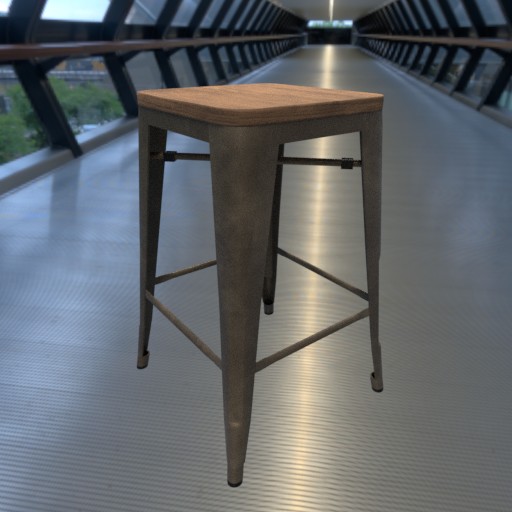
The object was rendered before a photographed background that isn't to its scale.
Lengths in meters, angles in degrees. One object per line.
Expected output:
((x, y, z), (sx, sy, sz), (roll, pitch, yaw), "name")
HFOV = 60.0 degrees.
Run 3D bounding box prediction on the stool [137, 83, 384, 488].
((0.000, 0.000, 0.876), (0.407, 0.607, 0.407), (-18, 31, -33), "stool")
